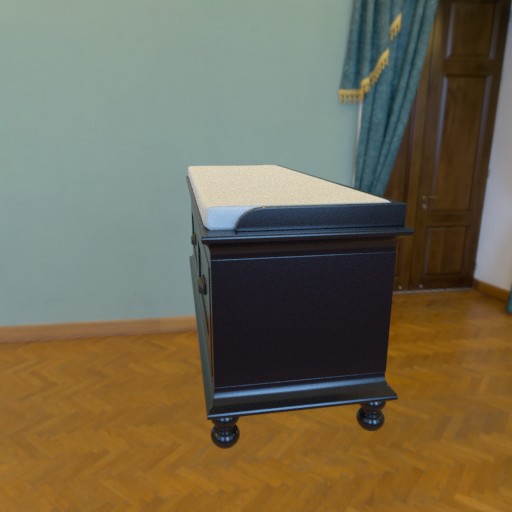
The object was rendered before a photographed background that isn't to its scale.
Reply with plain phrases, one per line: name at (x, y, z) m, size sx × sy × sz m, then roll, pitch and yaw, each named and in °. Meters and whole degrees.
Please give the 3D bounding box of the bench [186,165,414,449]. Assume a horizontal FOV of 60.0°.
bench at (0.000, 0.000, 1.422) m, size 0.402 × 0.501 × 1.185 m, roll -3°, pitch 16°, yaw -10°
